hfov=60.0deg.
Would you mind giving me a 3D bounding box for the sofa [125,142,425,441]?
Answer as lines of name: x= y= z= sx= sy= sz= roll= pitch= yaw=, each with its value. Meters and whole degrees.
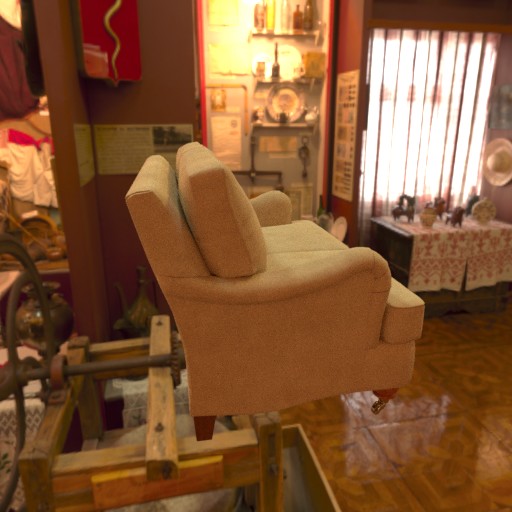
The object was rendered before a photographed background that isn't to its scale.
sofa: x=0.000 y=0.000 z=2.249 sx=1.086 sy=1.087 sz=1.498 roll=-3 pitch=17 yaw=-10
